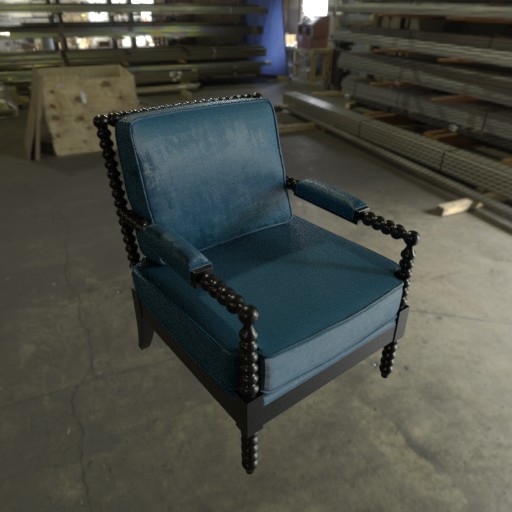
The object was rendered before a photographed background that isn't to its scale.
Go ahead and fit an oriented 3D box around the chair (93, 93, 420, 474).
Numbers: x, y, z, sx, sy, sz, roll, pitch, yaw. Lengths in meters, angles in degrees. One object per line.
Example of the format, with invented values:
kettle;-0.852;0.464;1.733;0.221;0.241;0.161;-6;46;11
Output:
chair;0.000;0.000;1.431;0.688;0.857;0.805;-21;36;-32
